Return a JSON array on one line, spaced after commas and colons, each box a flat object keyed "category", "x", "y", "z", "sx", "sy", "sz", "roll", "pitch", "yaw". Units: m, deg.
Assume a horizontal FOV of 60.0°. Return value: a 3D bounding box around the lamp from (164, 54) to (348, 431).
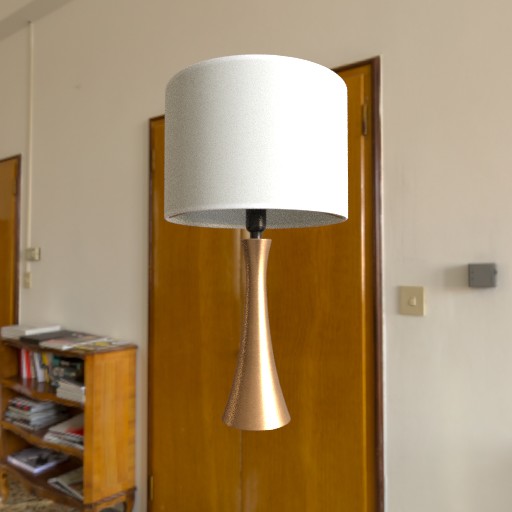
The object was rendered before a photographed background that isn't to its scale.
[{"category": "lamp", "x": 0.000, "y": 0.000, "z": 0.660, "sx": 0.268, "sy": 0.479, "sz": 0.268, "roll": 0, "pitch": -2, "yaw": -1}]
